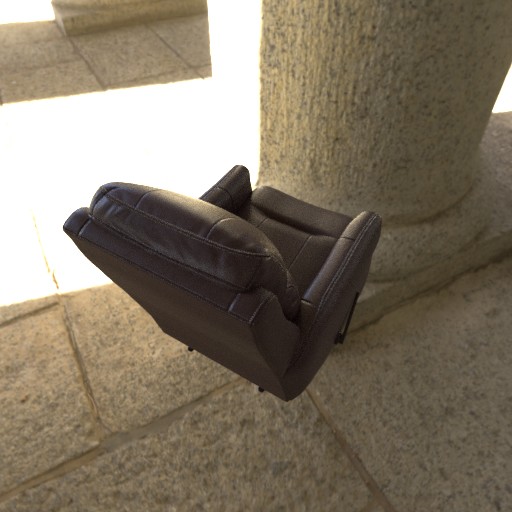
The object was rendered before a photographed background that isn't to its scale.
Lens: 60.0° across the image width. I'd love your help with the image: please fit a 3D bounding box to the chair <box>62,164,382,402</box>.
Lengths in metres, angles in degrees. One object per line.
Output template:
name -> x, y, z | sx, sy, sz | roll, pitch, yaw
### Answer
chair -> 0.000, 0.000, 1.794 | 0.829, 1.030, 1.080 | 24, 50, 22
